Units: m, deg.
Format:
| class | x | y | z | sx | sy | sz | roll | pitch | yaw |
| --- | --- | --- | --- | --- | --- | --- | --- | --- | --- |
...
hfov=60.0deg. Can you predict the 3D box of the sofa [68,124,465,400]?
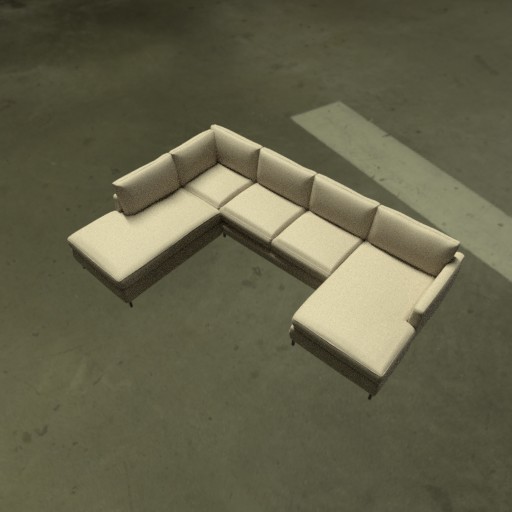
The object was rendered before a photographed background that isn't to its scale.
| class | x | y | z | sx | sy | sz | roll | pitch | yaw |
| --- | --- | --- | --- | --- | --- | --- | --- | --- | --- |
| sofa | 0.000 | 0.000 | 3.678 | 2.737 | 0.756 | 1.879 | 32 | 55 | 27 |
